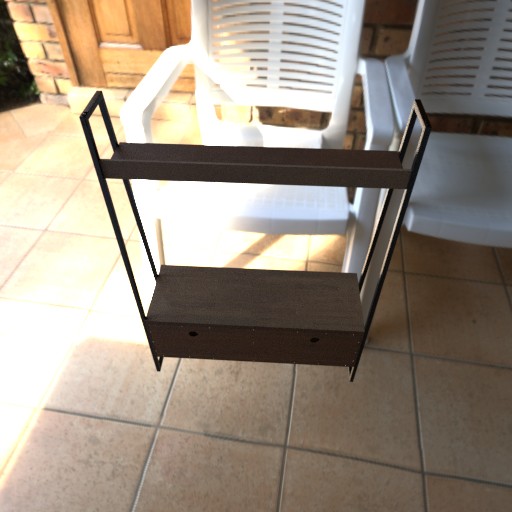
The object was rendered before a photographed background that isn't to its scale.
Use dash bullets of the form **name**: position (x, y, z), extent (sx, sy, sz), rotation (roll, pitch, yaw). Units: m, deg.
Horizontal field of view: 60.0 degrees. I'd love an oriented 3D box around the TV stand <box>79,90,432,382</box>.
- **TV stand**: position (0.000, 0.000, 2.336), extent (1.250, 1.772, 0.432), rotation (2, 45, 2)
